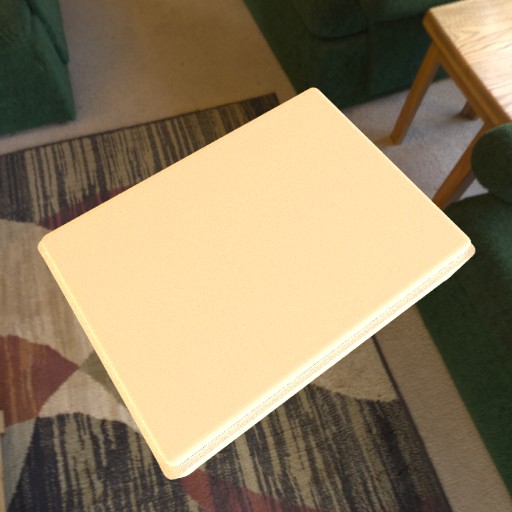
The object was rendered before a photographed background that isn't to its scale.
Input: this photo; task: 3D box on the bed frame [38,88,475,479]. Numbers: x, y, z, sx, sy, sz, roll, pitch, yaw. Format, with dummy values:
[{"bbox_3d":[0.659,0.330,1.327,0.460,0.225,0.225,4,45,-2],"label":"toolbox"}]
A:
[{"bbox_3d":[0.000,0.000,2.459,1.900,0.406,1.400,-33,70,-14],"label":"bed frame"}]
